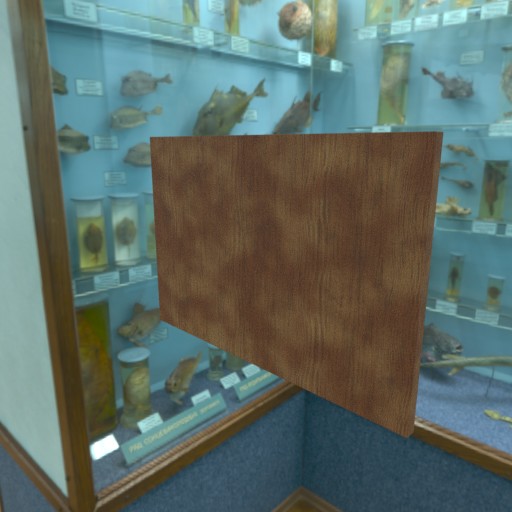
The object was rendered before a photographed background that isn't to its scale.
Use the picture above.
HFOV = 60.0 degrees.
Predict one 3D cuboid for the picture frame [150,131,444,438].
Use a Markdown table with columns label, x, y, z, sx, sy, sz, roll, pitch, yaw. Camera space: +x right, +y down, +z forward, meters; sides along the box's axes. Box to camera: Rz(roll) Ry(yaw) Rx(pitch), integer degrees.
| label | x | y | z | sx | sy | sz | roll | pitch | yaw |
| --- | --- | --- | --- | --- | --- | --- | --- | --- | --- |
| picture frame | 0.000 | 0.000 | 1.215 | 0.950 | 0.640 | 0.029 | 14 | 20 | 43 |
